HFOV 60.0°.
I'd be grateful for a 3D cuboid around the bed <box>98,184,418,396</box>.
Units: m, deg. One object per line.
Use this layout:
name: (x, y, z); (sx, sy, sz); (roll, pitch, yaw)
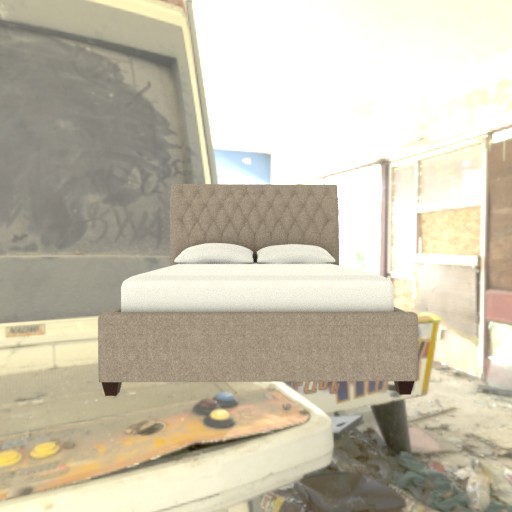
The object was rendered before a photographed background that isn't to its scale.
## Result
bed: (0.000, 0.000, 3.361); (1.645, 1.371, 2.252); (0, 1, -1)
